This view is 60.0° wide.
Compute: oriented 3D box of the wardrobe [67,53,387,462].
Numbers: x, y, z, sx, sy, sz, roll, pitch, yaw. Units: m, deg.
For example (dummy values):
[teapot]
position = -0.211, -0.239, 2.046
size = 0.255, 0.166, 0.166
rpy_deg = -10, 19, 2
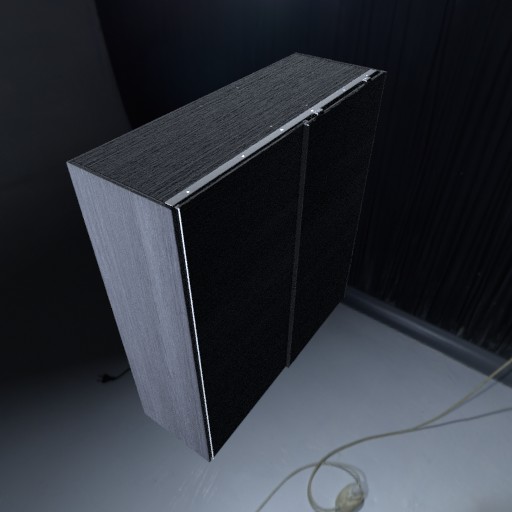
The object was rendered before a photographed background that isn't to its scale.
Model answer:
[wardrobe]
position = 0.000, 0.000, 2.852
size = 0.629, 1.960, 1.780
rpy_deg = 25, 47, 26
